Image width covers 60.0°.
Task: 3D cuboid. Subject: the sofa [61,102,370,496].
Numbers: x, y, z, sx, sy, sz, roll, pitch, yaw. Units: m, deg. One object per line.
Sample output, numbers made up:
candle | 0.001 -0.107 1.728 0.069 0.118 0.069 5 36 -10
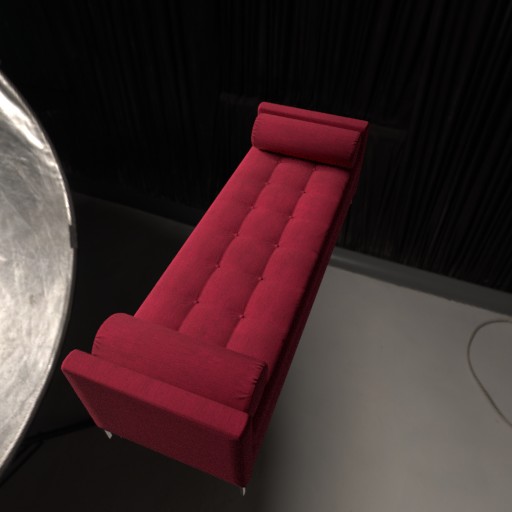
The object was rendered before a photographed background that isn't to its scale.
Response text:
sofa | 0.000 0.000 2.274 0.686 0.635 1.981 16 49 14
